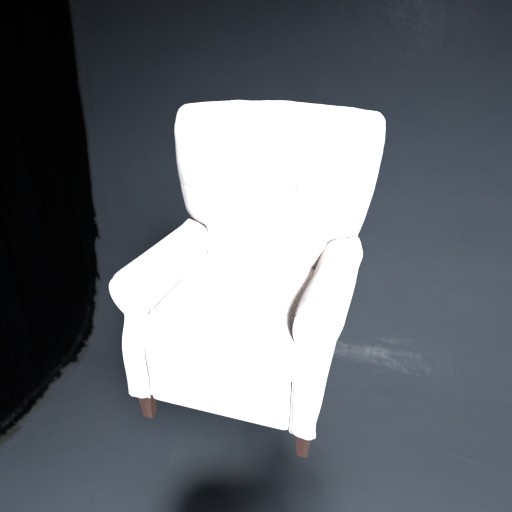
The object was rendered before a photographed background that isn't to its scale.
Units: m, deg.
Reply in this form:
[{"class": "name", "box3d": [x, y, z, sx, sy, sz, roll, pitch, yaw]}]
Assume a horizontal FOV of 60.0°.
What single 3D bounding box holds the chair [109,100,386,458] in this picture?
[{"class": "chair", "box3d": [0.000, 0.000, 1.928, 0.942, 1.209, 1.025, 8, 27, 16]}]
